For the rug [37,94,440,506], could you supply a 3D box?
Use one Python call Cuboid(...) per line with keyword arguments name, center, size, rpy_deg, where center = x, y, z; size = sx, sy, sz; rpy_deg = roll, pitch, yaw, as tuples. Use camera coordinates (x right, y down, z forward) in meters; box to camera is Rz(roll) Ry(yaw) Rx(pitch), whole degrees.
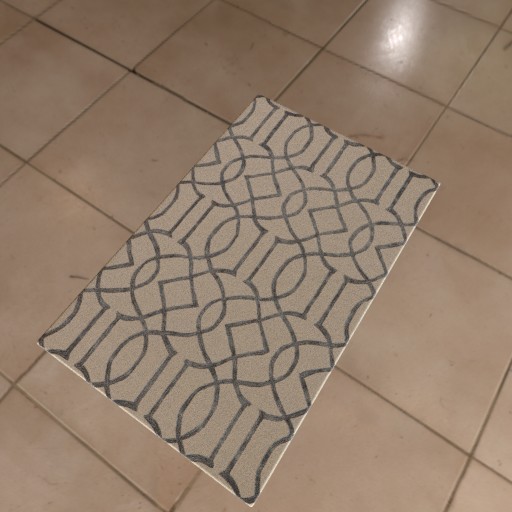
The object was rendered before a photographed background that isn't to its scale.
Cuboid(name="rug", center=(0.000, 0.000, 2.840), size=(1.521, 0.017, 2.365), rpy_deg=(31, 68, 14))
